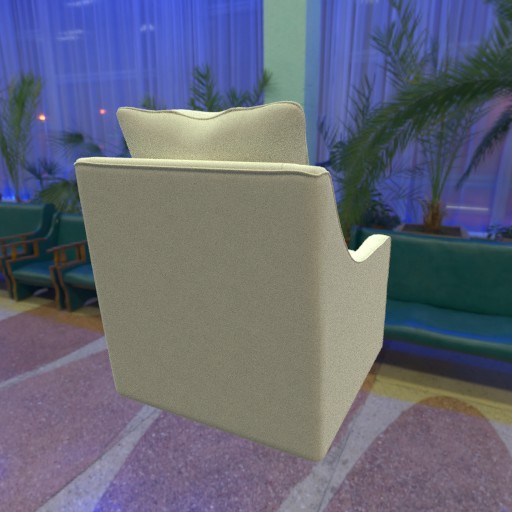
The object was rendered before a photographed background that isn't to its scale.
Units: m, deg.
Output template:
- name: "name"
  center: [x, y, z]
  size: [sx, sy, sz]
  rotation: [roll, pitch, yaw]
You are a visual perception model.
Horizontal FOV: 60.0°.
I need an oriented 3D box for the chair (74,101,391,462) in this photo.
- name: "chair"
  center: [0.000, 0.000, 1.540]
  size: [0.756, 0.965, 0.876]
  rotation: [8, 17, 26]
